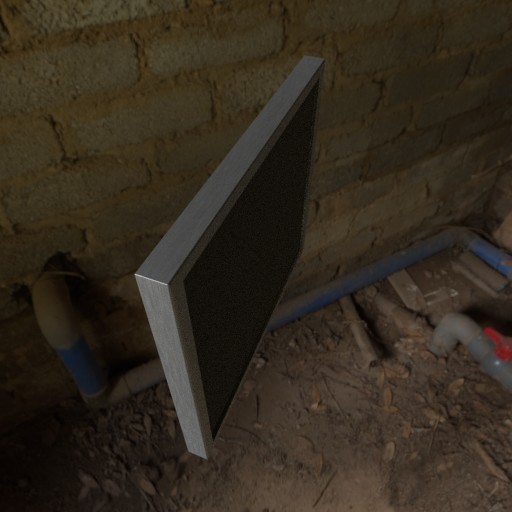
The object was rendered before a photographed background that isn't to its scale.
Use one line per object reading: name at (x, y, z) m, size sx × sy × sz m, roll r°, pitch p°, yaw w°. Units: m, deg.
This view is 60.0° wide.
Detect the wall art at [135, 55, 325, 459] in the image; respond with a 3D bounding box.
wall art at (0.000, 0.000, 0.537) m, size 0.028 × 0.330 × 0.380 m, roll 16°, pitch 49°, yaw 15°
